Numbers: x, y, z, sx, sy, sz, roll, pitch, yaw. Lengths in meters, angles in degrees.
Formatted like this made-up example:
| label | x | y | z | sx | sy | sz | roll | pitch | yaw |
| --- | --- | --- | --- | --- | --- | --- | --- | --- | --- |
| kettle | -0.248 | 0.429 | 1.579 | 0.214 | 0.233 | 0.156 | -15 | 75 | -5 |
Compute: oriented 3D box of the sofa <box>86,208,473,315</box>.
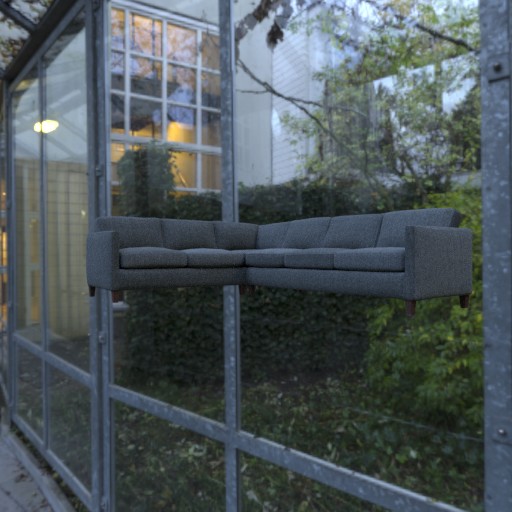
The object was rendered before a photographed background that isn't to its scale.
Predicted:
| label | x | y | z | sx | sy | sz | roll | pitch | yaw |
| --- | --- | --- | --- | --- | --- | --- | --- | --- | --- |
| sofa | 0.000 | 0.000 | 4.594 | 2.593 | 0.947 | 3.302 | 0 | 0 | -36 |
